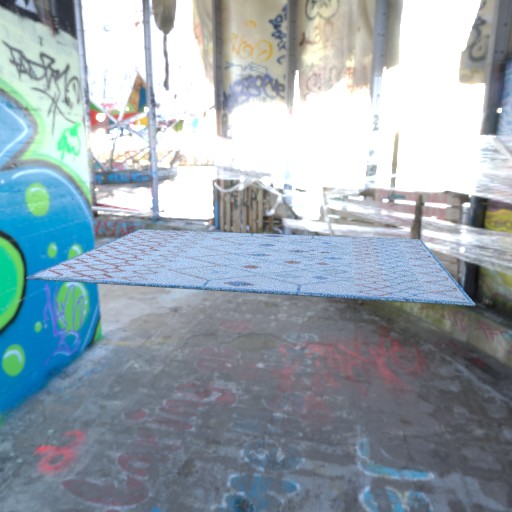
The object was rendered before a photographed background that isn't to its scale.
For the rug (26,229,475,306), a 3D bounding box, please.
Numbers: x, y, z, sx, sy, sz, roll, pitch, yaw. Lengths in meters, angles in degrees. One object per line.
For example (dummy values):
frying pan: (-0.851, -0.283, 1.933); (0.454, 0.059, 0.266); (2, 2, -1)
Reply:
rug: (0.000, 0.000, 3.081); (2.438, 0.015, 1.524); (3, 14, 10)
